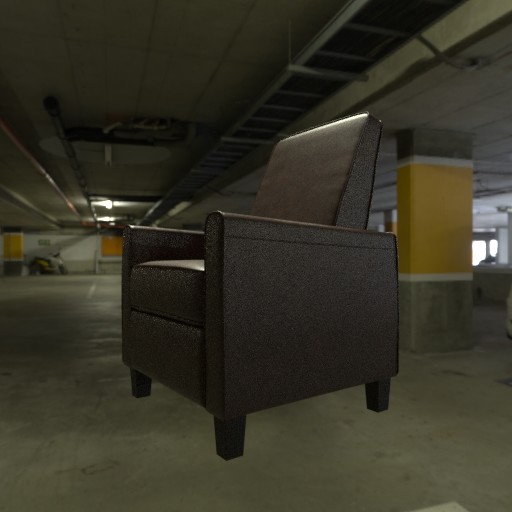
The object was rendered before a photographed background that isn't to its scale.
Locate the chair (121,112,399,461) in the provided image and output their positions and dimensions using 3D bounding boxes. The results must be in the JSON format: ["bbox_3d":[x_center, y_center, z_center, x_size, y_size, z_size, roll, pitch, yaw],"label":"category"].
[{"bbox_3d":[0.000,0.000,1.545,0.746,1.013,0.705,0,0,-36],"label":"chair"}]
